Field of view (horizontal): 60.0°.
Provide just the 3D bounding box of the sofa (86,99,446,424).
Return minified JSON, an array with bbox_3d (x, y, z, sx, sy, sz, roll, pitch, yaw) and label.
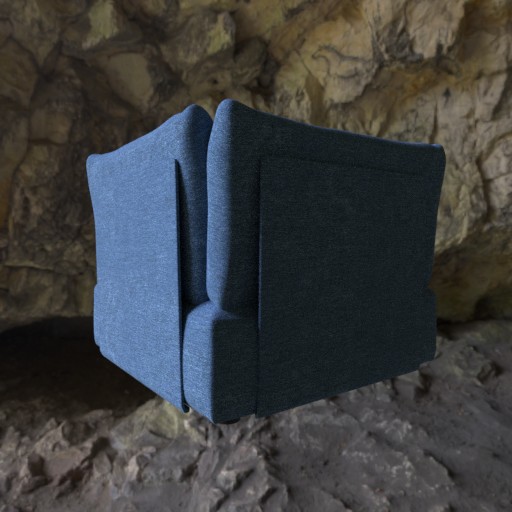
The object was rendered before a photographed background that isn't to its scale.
[{"bbox_3d":[0.000,0.000,1.705,1.000,0.820,1.000,-2,3,-36],"label":"sofa"}]
